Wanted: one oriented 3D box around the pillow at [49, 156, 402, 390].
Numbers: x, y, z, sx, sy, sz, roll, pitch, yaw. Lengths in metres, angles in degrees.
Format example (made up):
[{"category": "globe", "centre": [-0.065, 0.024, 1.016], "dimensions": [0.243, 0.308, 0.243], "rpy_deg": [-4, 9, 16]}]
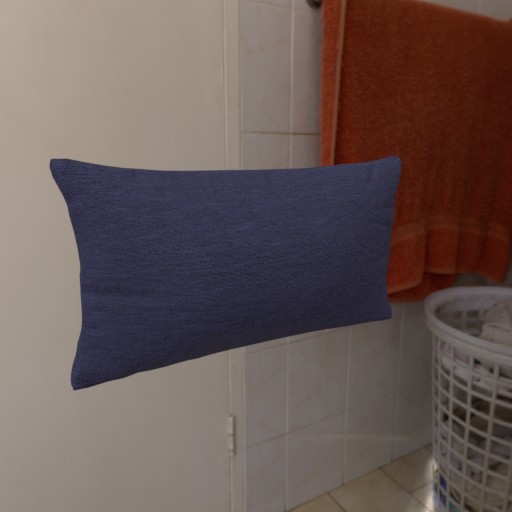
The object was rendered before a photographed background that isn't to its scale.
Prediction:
[{"category": "pillow", "centre": [0.000, 0.000, 0.774], "dimensions": [0.633, 0.338, 0.210], "rpy_deg": [-7, 15, -27]}]
